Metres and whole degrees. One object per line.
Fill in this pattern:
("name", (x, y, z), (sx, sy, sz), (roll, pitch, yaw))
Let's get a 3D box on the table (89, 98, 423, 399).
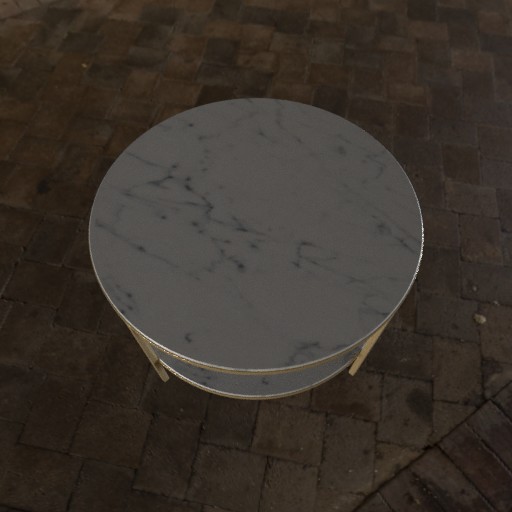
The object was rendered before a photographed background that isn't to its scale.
("table", (0.000, 0.000, 1.265), (0.800, 0.450, 0.800), (0, 59, 0))
